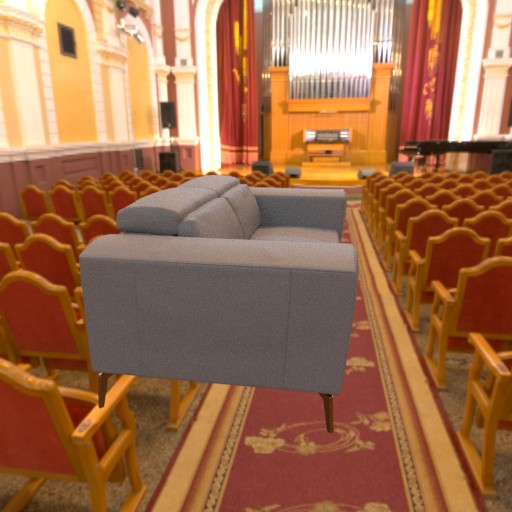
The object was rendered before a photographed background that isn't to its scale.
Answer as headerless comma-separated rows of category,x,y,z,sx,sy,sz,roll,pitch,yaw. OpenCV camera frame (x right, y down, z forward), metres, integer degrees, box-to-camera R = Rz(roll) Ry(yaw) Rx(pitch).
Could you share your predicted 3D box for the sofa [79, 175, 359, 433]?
sofa,0.000,0.000,2.450,1.003,0.779,1.895,3,16,9
